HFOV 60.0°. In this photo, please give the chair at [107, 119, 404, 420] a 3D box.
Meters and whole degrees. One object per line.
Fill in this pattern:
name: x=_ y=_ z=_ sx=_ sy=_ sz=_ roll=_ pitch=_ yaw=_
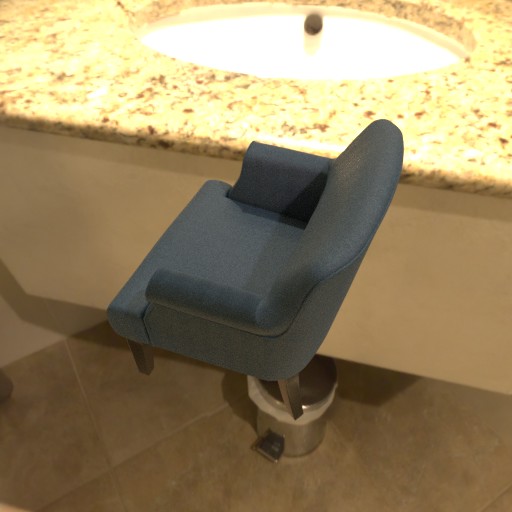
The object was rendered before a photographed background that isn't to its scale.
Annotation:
chair: x=0.000 y=0.000 z=1.483 sx=0.754 sy=0.878 sz=0.770 roll=16 pitch=49 yaw=15
